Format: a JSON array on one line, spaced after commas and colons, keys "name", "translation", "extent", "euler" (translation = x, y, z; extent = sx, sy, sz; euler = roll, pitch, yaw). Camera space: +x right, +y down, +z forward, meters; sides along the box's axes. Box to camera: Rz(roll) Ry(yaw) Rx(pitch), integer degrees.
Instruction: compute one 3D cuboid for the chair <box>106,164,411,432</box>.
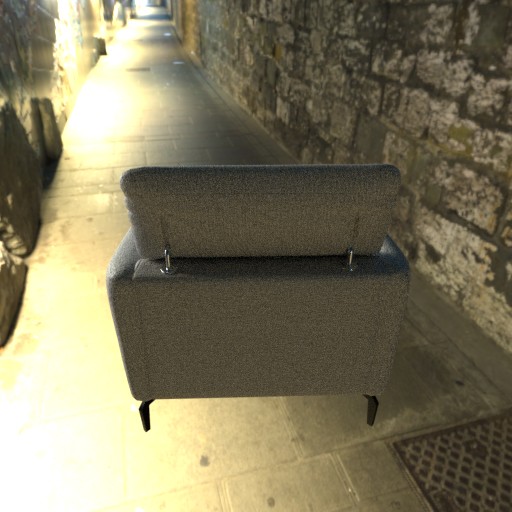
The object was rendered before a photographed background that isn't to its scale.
[{"name": "chair", "translation": [0.000, 0.000, 1.708], "extent": [0.972, 0.967, 0.835], "euler": [-1, 31, -2]}]
